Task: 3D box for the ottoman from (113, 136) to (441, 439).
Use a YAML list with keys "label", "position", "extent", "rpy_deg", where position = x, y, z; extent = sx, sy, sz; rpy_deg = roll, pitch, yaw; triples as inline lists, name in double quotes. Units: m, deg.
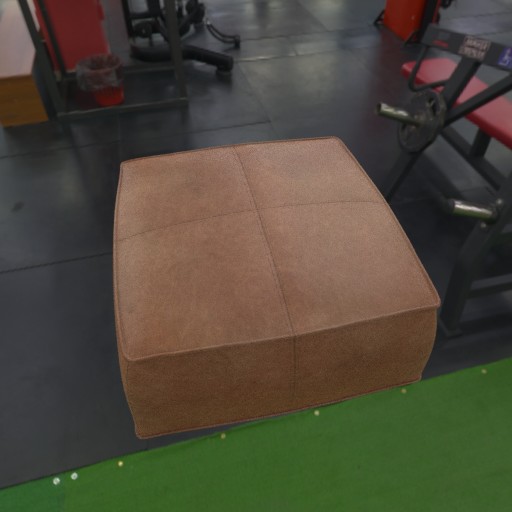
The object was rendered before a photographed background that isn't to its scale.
- label: "ottoman"
  position: [0.000, 0.000, 1.428]
  extent: [0.901, 0.395, 0.902]
  rpy_deg: [-9, 47, -8]
